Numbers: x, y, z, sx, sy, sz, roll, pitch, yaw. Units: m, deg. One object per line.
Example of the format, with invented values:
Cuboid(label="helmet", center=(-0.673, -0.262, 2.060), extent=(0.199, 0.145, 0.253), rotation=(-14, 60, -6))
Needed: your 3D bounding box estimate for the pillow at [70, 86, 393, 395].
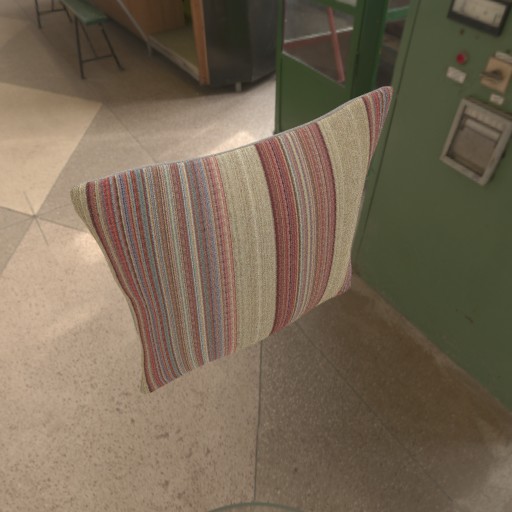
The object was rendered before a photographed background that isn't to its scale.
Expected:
Cuboid(label="pillow", center=(0.000, 0.000, 0.656), extent=(0.437, 0.419, 0.136), rotation=(-24, 50, -22))
